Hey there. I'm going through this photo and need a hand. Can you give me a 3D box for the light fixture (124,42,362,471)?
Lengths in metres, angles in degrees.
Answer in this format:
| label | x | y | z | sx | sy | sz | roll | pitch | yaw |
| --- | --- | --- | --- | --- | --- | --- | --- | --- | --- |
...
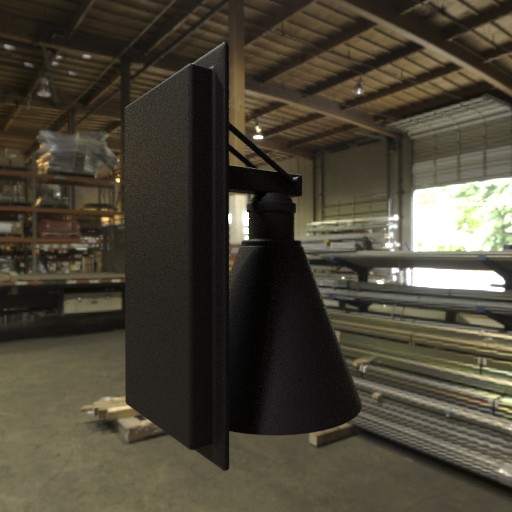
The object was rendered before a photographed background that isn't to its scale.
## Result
| label | x | y | z | sx | sy | sz | roll | pitch | yaw |
| --- | --- | --- | --- | --- | --- | --- | --- | --- | --- |
| light fixture | 0.000 | 0.000 | 0.415 | 0.207 | 0.298 | 0.170 | -1 | 1 | -38 |
